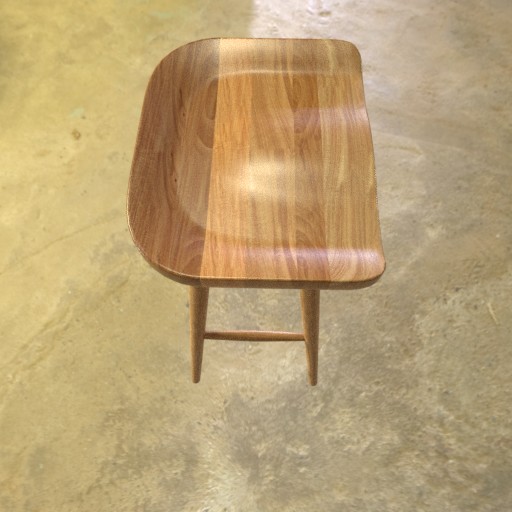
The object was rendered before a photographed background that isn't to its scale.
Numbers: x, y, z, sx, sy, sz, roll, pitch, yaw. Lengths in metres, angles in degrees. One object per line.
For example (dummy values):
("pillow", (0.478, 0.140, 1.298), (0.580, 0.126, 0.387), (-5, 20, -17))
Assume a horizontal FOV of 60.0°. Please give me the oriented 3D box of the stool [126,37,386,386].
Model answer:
("stool", (0.000, 0.000, 0.906), (0.322, 0.698, 0.407), (1, 64, 1))
